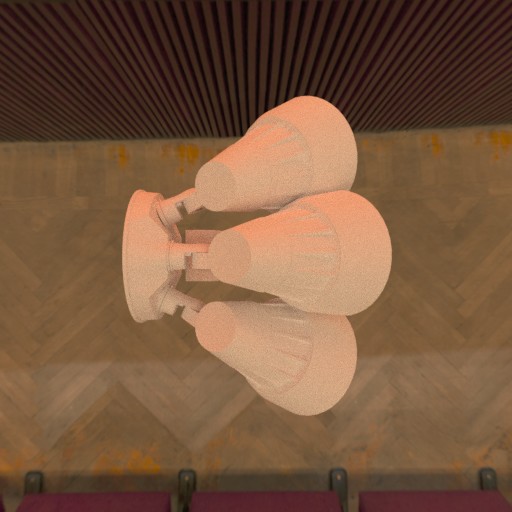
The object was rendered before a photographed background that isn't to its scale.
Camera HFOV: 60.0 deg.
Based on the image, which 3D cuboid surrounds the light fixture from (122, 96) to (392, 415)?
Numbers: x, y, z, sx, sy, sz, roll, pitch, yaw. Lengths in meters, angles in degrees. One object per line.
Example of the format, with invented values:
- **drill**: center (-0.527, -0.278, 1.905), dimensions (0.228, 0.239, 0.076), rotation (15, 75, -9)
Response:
- **light fixture**: center (0.000, 0.000, 0.544), dimensions (0.278, 0.237, 0.369), rotation (0, 91, 0)
